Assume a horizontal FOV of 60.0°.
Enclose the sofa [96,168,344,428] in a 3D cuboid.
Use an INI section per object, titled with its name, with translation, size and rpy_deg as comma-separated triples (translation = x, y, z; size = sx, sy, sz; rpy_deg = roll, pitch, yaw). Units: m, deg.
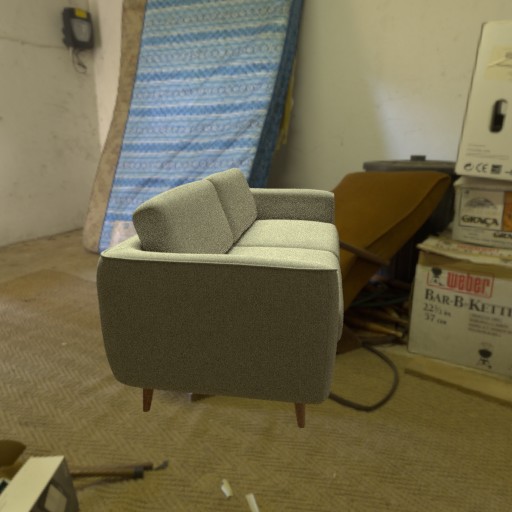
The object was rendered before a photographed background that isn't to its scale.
[sofa]
translation = 0.000, 0.000, 2.431
size = 0.920, 0.850, 2.000
rpy_deg = 3, 16, 9
